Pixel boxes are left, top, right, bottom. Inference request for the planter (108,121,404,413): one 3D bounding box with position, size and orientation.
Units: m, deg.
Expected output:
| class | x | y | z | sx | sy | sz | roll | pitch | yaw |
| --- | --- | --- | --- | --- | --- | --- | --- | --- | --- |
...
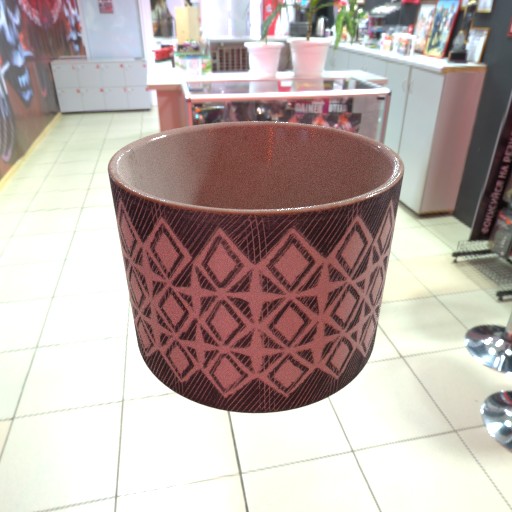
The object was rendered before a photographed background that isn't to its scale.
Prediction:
| class | x | y | z | sx | sy | sz | roll | pitch | yaw |
| --- | --- | --- | --- | --- | --- | --- | --- | --- | --- |
| planter | 0.000 | 0.000 | 0.222 | 0.126 | 0.104 | 0.126 | 0 | 30 | 0 |
